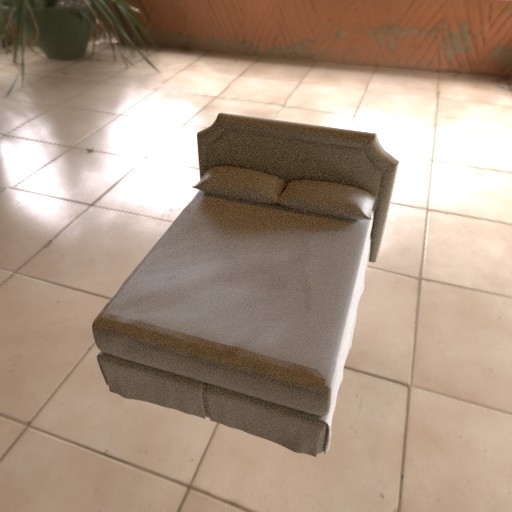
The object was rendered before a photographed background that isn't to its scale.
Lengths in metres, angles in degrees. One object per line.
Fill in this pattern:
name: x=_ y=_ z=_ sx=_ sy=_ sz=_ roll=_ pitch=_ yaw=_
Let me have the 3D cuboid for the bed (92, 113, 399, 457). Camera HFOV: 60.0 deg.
bed: x=0.000 y=0.000 z=3.407 sx=1.828 sy=1.297 sz=2.164 roll=12 pitch=41 yaw=14
